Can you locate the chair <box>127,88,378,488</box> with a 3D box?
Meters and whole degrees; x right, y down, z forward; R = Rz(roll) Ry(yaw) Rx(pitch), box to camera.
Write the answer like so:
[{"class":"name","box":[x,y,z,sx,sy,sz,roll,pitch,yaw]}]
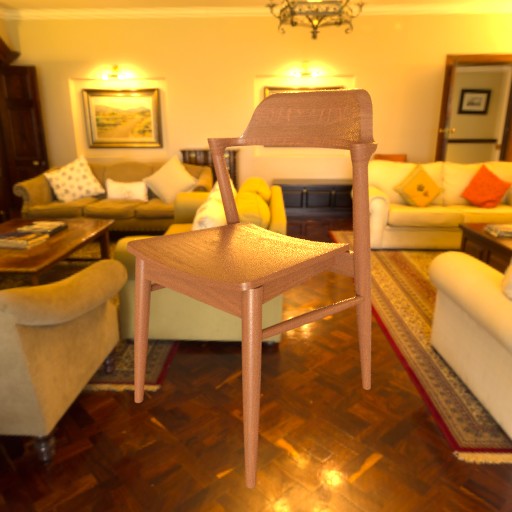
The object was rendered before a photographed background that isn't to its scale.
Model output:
[{"class":"chair","box":[0.000,0.000,1.111,0.496,0.801,0.499,15,23,41]}]
